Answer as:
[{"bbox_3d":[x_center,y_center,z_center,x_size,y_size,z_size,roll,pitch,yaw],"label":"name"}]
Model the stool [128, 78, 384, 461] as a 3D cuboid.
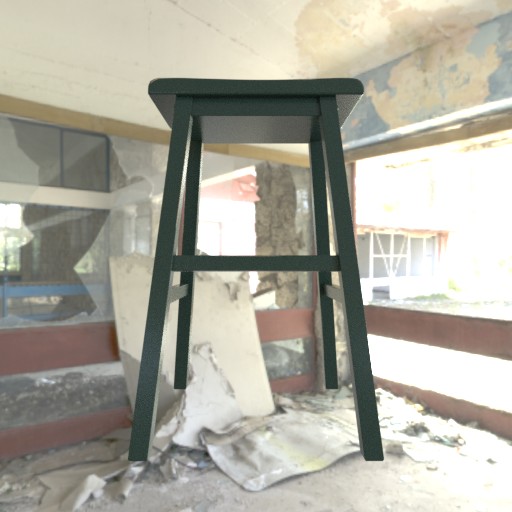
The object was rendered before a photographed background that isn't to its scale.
[{"bbox_3d":[0.000,0.000,1.032,0.457,0.737,0.476,0,-1,0],"label":"stool"}]
